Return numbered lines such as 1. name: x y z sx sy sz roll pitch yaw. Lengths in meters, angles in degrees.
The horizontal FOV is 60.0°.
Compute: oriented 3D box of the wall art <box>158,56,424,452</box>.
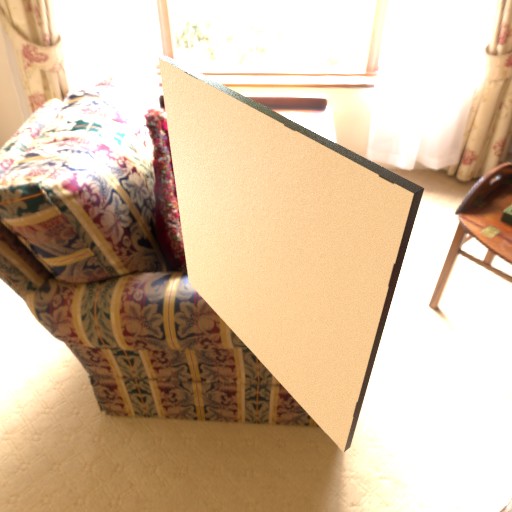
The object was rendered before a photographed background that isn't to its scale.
1. wall art: 0.000 0.000 0.642 0.014 0.445 0.446 -26 47 -27
